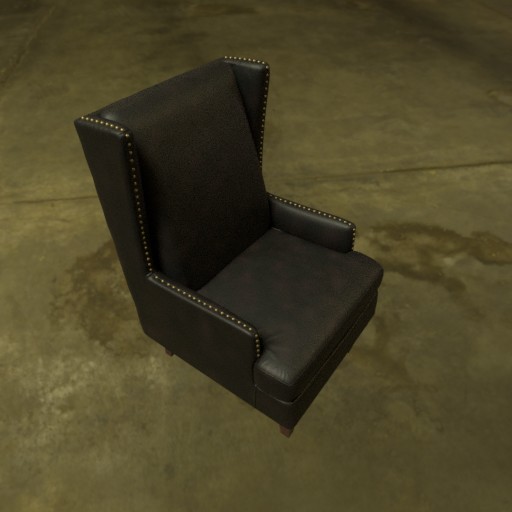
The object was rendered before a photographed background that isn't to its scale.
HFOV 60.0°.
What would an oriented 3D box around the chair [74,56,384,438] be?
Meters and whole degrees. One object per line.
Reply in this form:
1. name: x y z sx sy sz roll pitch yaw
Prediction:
1. chair: 0.000 0.000 1.642 0.799 1.142 0.703 26 48 26
